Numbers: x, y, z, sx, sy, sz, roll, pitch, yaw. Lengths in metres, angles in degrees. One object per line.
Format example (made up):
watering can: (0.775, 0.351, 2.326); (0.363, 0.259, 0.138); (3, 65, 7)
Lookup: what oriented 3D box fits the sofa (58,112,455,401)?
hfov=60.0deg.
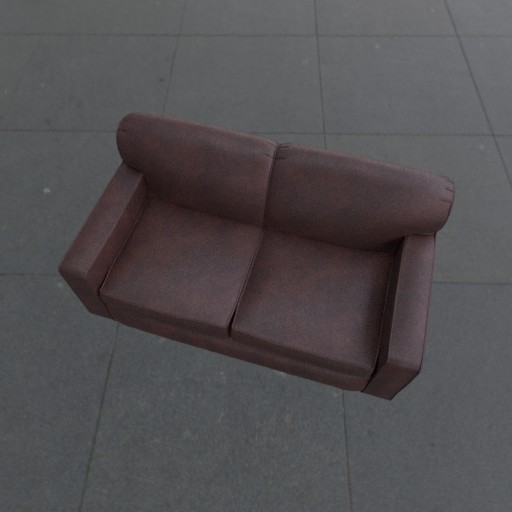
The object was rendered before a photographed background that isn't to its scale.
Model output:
sofa: (0.000, 0.000, 2.471); (1.856, 0.966, 1.000); (14, 59, 9)
